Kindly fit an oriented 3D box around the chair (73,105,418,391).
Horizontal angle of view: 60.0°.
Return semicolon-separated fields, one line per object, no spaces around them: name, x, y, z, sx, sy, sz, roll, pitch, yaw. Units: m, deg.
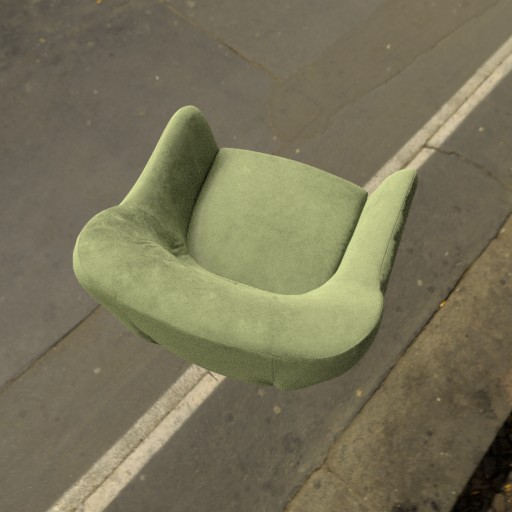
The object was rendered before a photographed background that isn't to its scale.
chair;0.000;0.000;1.478;0.840;0.804;0.819;19;65;9
